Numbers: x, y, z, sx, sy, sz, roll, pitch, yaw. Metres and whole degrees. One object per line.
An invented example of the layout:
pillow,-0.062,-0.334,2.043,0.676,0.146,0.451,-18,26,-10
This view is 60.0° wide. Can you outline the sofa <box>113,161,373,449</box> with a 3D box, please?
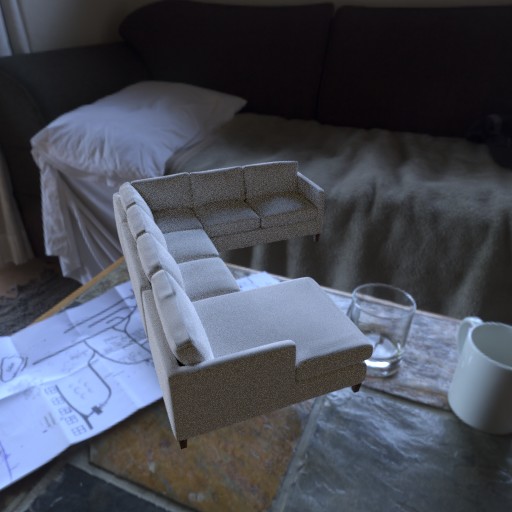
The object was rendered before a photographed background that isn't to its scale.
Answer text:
sofa,0.000,0.000,4.739,2.593,0.956,3.459,-11,32,-18
